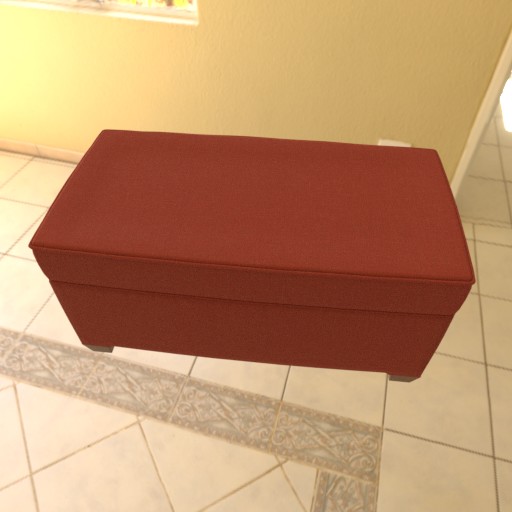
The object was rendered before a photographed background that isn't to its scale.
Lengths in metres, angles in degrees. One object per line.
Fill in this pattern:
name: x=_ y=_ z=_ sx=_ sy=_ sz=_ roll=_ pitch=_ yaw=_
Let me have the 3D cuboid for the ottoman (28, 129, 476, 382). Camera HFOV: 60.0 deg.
ottoman: x=0.000 y=0.000 z=1.219 sx=0.948 sy=0.454 sz=0.497 roll=5 pitch=47 yaw=4
